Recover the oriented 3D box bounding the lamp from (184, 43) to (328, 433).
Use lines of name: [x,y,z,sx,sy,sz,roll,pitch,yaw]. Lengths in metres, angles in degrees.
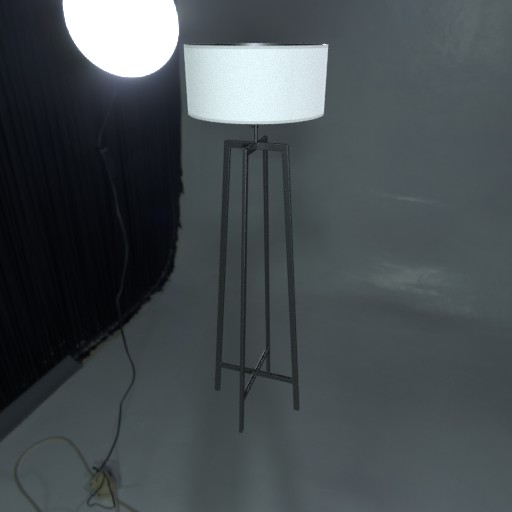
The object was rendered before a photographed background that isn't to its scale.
lamp: [0.000,0.000,1.752,0.457,1.510,0.456,9,28,17]
